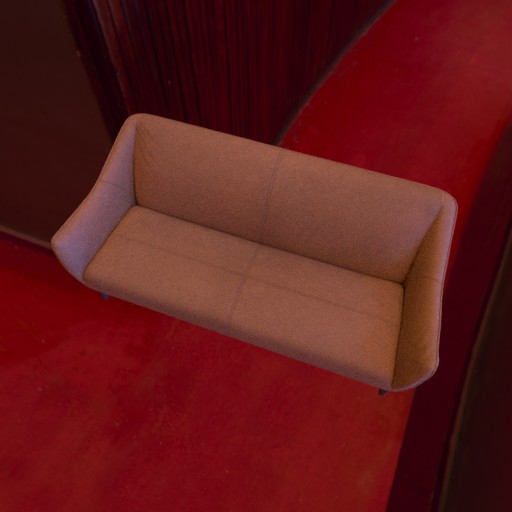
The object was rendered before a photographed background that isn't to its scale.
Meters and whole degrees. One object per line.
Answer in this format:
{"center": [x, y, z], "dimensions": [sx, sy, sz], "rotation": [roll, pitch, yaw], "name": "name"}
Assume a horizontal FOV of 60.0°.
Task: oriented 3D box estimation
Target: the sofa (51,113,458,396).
{"center": [0.000, 0.000, 2.415], "dimensions": [1.928, 0.830, 0.869], "rotation": [17, 59, 10], "name": "sofa"}
